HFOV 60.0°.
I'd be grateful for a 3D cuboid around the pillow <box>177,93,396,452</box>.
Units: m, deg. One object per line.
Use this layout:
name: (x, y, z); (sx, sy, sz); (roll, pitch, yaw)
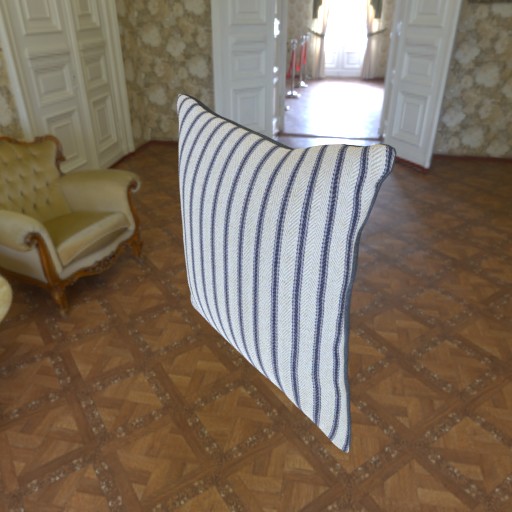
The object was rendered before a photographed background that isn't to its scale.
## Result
pillow: (0.000, 0.000, 0.705); (0.138, 0.444, 0.468); (-19, 34, -31)
